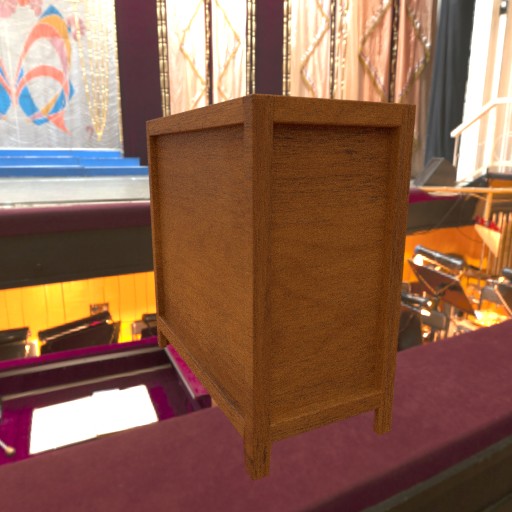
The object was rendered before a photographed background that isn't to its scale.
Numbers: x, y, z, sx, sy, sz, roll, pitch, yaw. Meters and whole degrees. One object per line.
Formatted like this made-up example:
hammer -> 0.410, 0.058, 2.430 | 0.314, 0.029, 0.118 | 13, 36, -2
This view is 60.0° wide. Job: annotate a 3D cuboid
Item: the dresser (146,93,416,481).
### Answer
dresser -> 0.000, 0.000, 1.320 | 0.427, 0.804, 0.804 | -7, 15, -26
